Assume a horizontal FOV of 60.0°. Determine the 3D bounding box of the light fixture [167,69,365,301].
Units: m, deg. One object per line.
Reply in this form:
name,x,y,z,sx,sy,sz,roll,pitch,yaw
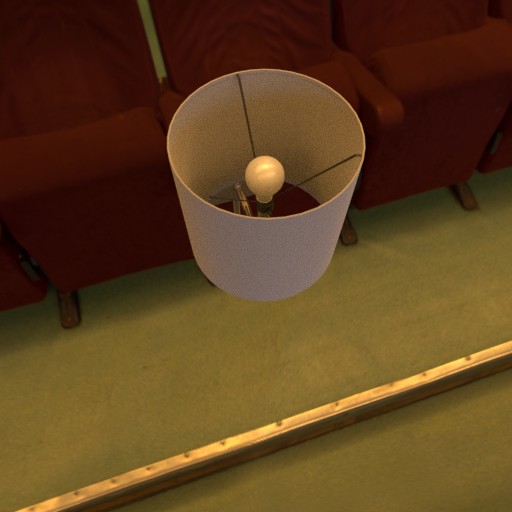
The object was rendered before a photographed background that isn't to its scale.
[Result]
light fixture,0.000,0.000,0.695,0.188,0.589,0.248,-16,63,-9
